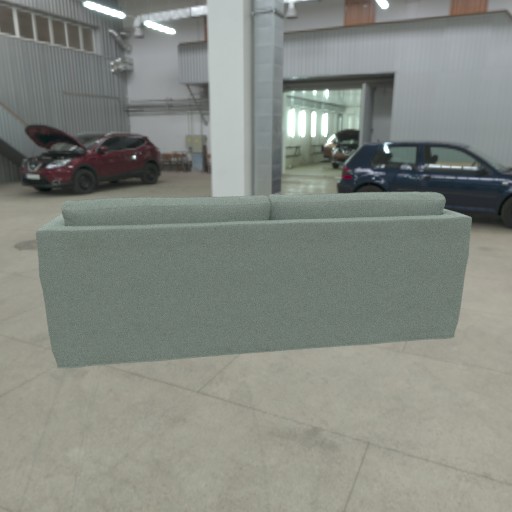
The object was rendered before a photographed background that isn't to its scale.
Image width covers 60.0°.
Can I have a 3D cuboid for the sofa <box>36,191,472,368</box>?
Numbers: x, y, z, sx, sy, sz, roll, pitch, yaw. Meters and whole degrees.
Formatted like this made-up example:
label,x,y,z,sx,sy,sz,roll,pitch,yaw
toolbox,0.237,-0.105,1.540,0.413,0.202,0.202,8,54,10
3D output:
label,x,y,z,sx,sy,sz,roll,pitch,yaw
sofa,0.000,0.000,2.786,2.312,0.853,0.962,-2,16,-9
